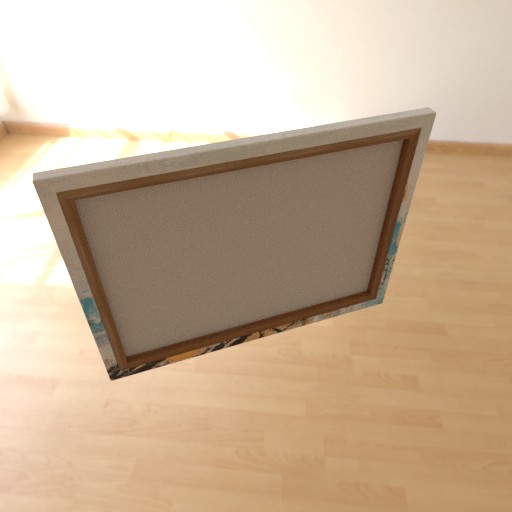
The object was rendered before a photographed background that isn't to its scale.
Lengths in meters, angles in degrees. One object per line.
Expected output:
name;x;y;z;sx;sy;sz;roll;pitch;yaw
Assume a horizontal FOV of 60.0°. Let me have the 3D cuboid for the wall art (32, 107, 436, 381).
wall art;0.000;0.000;1.327;1.016;0.762;0.038;-13;44;-14
